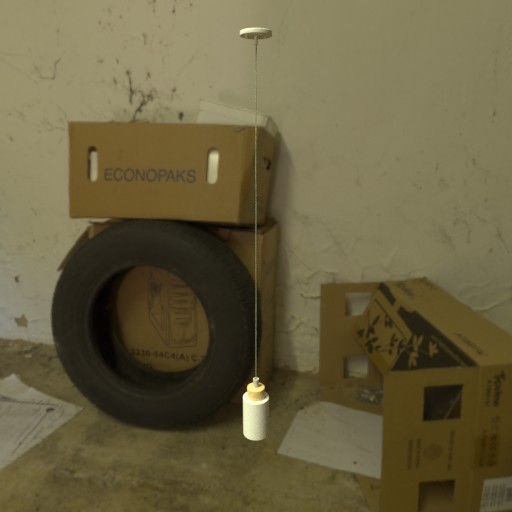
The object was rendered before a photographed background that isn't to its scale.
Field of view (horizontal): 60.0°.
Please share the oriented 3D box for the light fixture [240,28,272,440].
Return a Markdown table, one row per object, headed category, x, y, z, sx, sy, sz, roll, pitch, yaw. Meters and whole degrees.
| category | x | y | z | sx | sy | sz | roll | pitch | yaw |
| --- | --- | --- | --- | --- | --- | --- | --- | --- | --- |
| light fixture | 0.000 | 0.000 | 1.948 | 0.125 | 1.798 | 0.125 | -3 | 15 | -10 |
